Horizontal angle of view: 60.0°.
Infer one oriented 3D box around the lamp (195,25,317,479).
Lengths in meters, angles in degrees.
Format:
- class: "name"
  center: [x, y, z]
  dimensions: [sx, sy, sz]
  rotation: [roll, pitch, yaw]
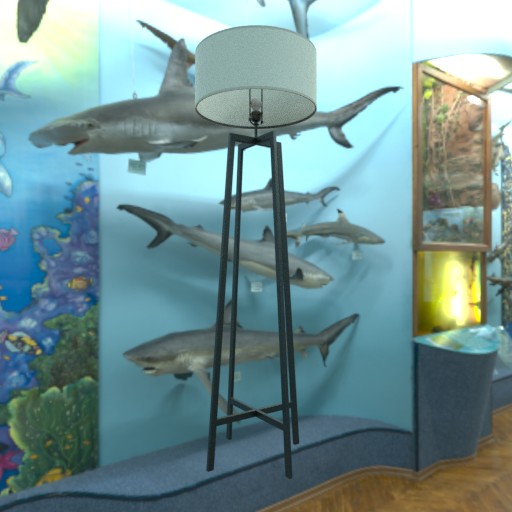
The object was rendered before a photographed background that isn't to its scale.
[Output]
- class: "lamp"
  center: [0.000, 0.000, 1.676]
  dimensions: [0.457, 1.510, 0.456]
  rotation: [0, 0, -35]
